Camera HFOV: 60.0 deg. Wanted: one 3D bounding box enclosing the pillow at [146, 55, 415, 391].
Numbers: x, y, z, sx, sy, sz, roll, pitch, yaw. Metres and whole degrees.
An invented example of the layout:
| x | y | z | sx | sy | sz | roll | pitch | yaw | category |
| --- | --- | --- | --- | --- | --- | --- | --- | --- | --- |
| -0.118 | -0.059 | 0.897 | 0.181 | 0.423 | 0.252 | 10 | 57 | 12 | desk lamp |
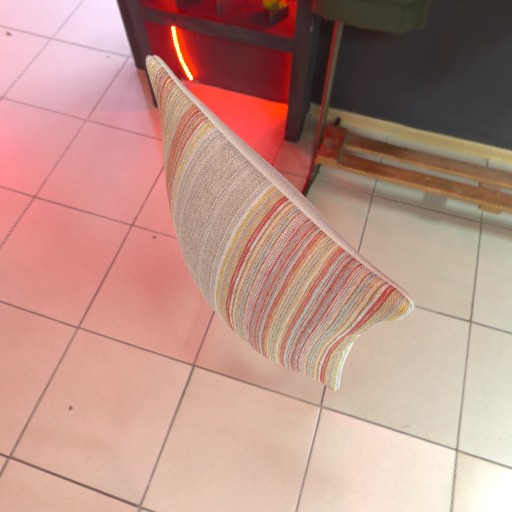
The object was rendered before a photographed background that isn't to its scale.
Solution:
| x | y | z | sx | sy | sz | roll | pitch | yaw | category |
| --- | --- | --- | --- | --- | --- | --- | --- | --- | --- |
| 0.000 | 0.000 | 0.685 | 0.191 | 0.449 | 0.451 | -36 | 68 | -17 | pillow |
